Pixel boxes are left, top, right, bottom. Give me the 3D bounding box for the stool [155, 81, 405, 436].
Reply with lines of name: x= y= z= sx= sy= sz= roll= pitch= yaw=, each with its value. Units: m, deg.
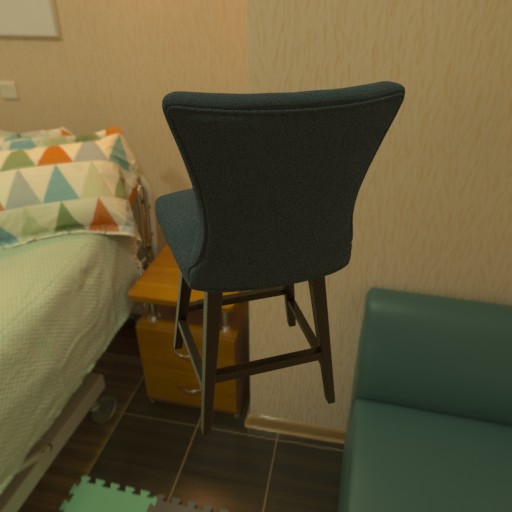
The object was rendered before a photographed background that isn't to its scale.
stool: x=0.000 y=0.000 z=1.300 sx=0.514 sy=1.000 sz=0.574 roll=-9 pitch=30 yaw=-15
